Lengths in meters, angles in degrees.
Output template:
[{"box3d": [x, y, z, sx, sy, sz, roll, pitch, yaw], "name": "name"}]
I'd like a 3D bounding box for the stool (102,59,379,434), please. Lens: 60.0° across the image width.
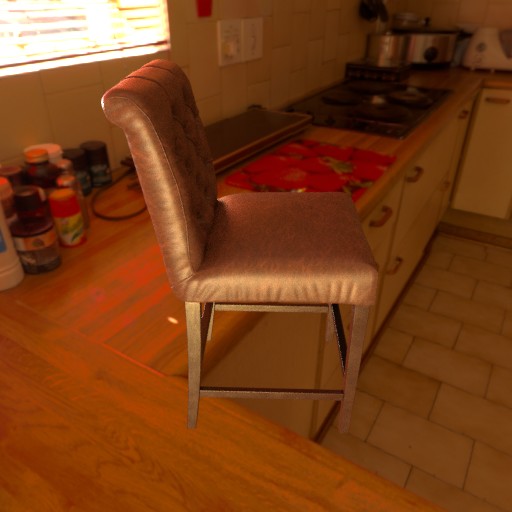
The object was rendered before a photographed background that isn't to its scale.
[{"box3d": [0.000, 0.000, 1.385, 0.660, 1.084, 0.486, 1, 32, 2], "name": "stool"}]
